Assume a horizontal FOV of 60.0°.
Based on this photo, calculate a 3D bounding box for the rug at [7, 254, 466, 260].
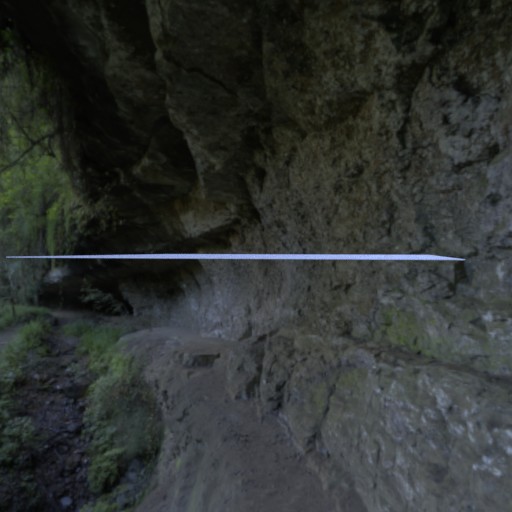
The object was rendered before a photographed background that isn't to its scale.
[{"bbox_3d":[0.000,0.000,3.917,3.045,0.008,2.421,0,1,17],"label":"rug"}]
